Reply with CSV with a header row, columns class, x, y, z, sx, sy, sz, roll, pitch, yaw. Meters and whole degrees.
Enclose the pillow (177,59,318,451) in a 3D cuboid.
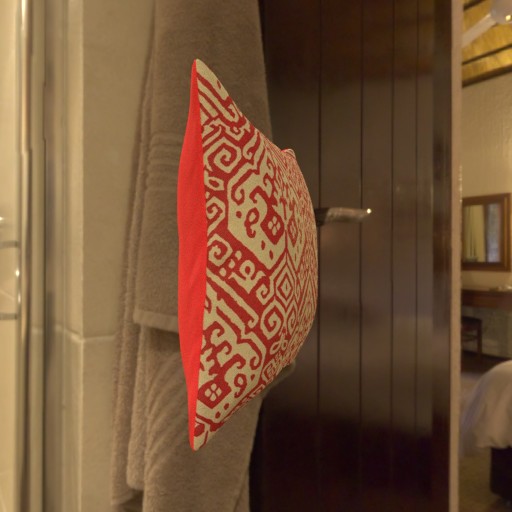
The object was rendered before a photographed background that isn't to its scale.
class,x,y,z,sx,sy,sz,roll,pitch,yaw
pillow,0.000,0.000,0.808,0.192,0.507,0.522,0,0,18
